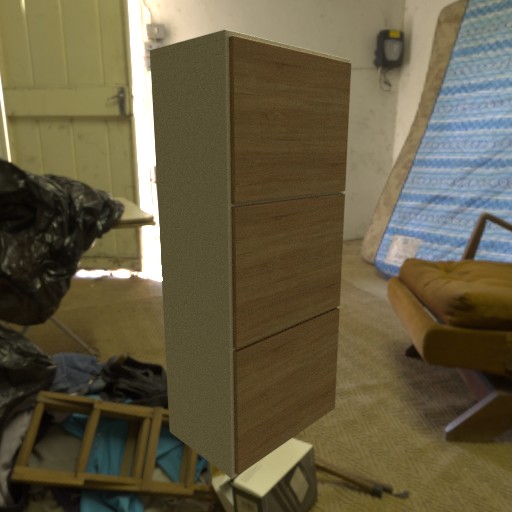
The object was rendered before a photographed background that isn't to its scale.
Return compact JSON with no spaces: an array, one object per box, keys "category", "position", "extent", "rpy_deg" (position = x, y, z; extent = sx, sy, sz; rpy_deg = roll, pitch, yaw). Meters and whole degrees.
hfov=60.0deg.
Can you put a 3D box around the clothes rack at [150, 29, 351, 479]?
[{"category":"clothes rack","position":[0.000,0.000,1.411],"extent":[0.331,1.187,0.500],"rpy_deg":[13,19,43]}]
